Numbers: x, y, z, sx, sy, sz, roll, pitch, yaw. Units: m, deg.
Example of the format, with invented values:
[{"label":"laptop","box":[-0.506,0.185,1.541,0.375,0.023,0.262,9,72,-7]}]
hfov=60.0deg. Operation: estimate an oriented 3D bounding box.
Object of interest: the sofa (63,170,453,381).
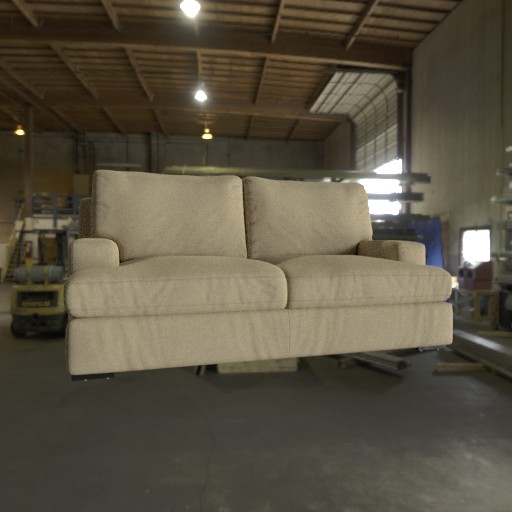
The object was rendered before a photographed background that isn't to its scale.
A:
[{"label":"sofa","box":[0.000,0.000,2.422,1.885,0.967,0.962,0,1,-18]}]
